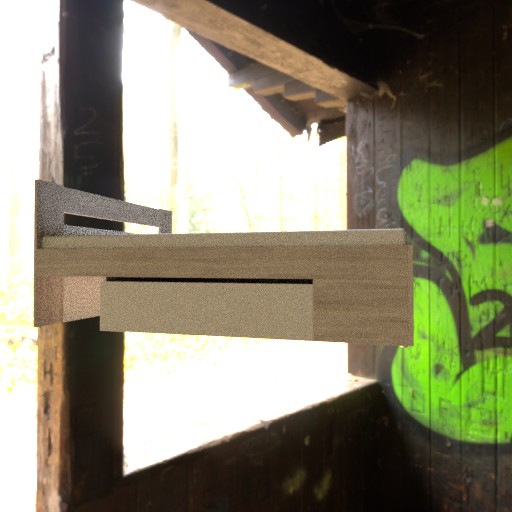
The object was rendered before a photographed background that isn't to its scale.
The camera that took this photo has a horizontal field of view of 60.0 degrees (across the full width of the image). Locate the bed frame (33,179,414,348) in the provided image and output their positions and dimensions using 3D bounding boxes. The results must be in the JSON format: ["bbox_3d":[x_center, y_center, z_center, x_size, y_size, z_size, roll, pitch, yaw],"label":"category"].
[{"bbox_3d":[0.000,0.000,3.223,2.050,0.860,2.040,0,-1,16],"label":"bed frame"}]
